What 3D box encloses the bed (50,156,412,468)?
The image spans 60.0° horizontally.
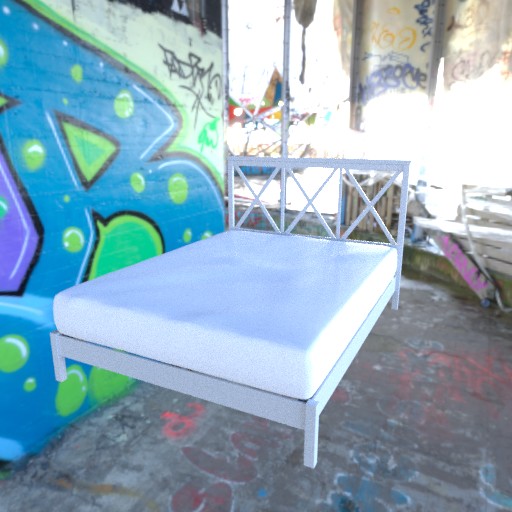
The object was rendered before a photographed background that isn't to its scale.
[{"bbox_3d":[0.000,0.000,3.084,1.673,1.253,2.135,7,17,26],"label":"bed"}]
